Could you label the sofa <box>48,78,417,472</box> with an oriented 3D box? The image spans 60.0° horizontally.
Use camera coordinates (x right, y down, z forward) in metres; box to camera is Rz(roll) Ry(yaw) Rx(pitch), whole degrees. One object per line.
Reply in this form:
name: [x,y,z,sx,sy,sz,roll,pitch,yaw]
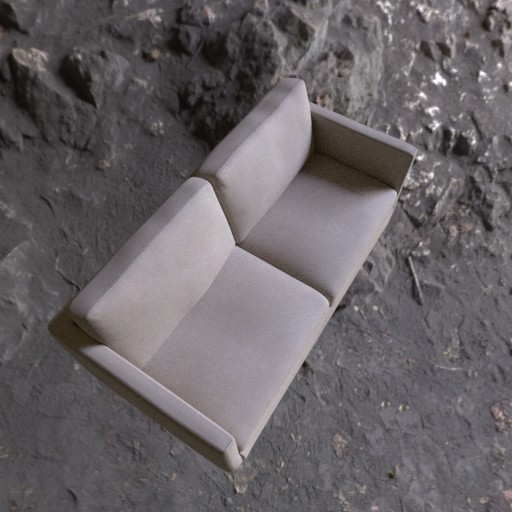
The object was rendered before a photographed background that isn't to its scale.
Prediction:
sofa: [0.000,0.000,2.334,0.950,0.940,1.846,29,63,16]
